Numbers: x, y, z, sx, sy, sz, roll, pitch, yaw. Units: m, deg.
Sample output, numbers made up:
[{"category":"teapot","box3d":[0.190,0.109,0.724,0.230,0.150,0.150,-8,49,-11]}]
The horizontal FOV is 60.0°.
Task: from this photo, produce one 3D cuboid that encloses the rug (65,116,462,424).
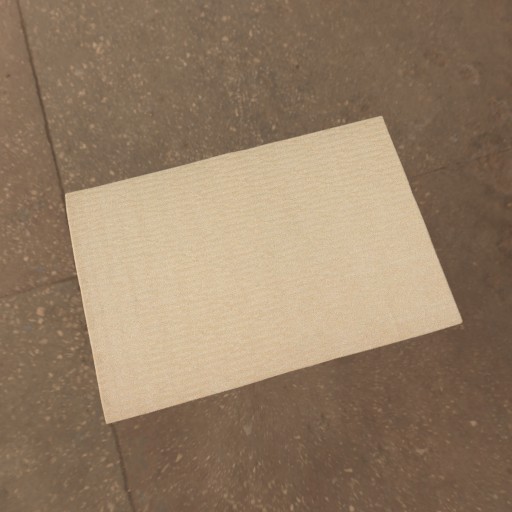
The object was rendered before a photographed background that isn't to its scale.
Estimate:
[{"category":"rug","box3d":[0.000,0.000,2.337,1.848,0.014,1.238,-15,75,-4]}]
